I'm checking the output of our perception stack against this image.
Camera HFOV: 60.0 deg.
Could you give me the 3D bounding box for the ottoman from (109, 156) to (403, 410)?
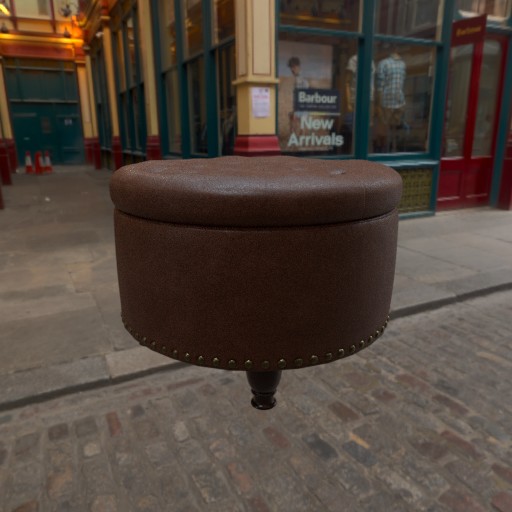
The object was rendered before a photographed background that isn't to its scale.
[{"bbox_3d":[0.000,0.000,1.056,0.637,0.442,0.637,0,16,0],"label":"ottoman"}]
